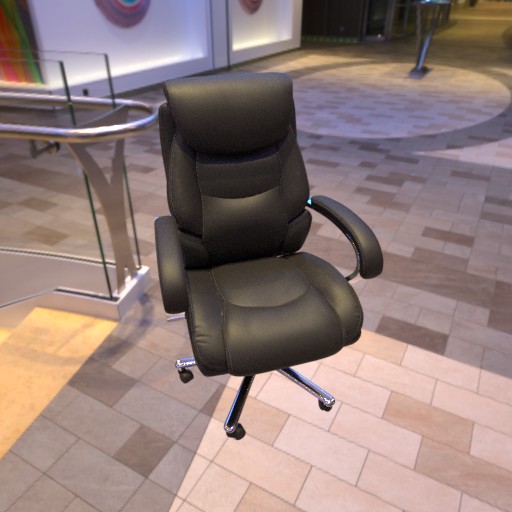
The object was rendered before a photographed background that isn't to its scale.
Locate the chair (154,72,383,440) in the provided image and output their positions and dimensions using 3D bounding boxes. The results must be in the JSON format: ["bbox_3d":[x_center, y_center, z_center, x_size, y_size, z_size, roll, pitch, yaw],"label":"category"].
[{"bbox_3d":[0.000,0.000,1.682,0.755,1.183,0.790,-9,33,-15],"label":"chair"}]
